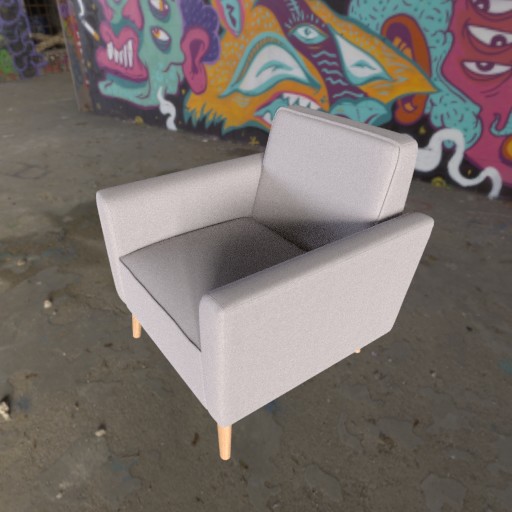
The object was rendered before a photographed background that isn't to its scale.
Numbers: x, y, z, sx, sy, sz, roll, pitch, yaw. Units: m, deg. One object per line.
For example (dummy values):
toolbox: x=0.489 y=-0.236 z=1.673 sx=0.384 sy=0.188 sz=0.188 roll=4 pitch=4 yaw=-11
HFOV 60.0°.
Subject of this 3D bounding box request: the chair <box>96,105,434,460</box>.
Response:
chair: x=0.000 y=0.000 z=1.443 sx=0.750 sy=0.780 sz=0.780 roll=-20 pitch=37 yaw=-30
